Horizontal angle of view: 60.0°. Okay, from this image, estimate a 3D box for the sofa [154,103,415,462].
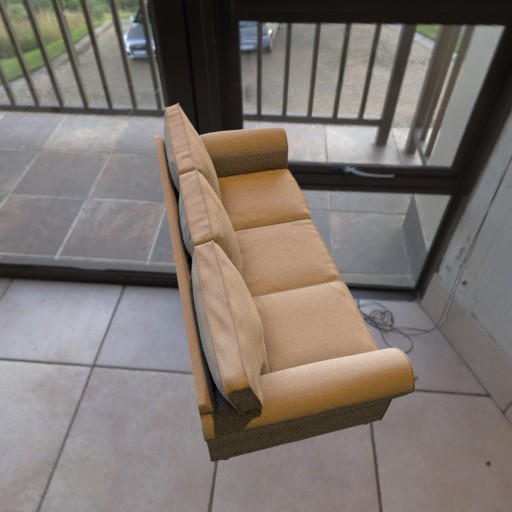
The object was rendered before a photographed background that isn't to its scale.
[{"bbox_3d":[0.000,0.000,2.568,0.916,0.961,2.084,-10,48,-9],"label":"sofa"}]
